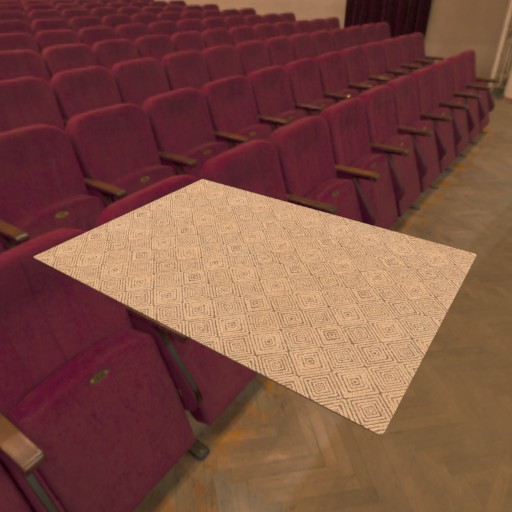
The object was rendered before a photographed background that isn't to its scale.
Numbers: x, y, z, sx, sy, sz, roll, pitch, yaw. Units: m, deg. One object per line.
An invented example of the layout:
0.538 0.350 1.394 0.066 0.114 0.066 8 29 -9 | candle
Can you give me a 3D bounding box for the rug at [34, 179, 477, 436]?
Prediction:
0.000 0.000 2.742 2.238 0.008 1.593 20 36 29 | rug
